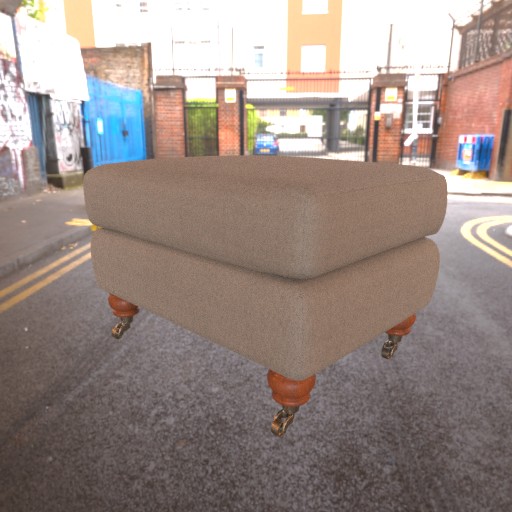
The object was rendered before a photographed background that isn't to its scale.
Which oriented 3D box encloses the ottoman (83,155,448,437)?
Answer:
[{"bbox_3d":[0.000,0.000,1.153,0.773,0.504,0.569,14,21,42],"label":"ottoman"}]
